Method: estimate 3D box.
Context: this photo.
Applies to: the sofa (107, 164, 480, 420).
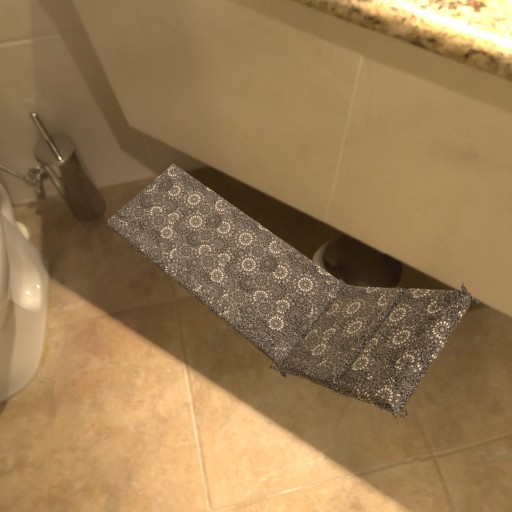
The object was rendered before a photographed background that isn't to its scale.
[{"bbox_3d":[0.000,0.000,1.985,1.663,0.622,0.582,36,68,17],"label":"sofa"}]
